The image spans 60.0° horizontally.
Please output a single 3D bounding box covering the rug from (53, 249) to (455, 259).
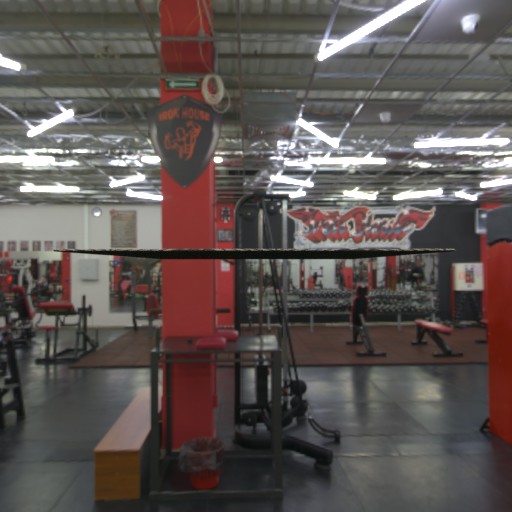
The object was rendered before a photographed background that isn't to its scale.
[{"bbox_3d":[0.000,0.000,4.181,2.438,0.016,3.048,0,-1,1],"label":"rug"}]
